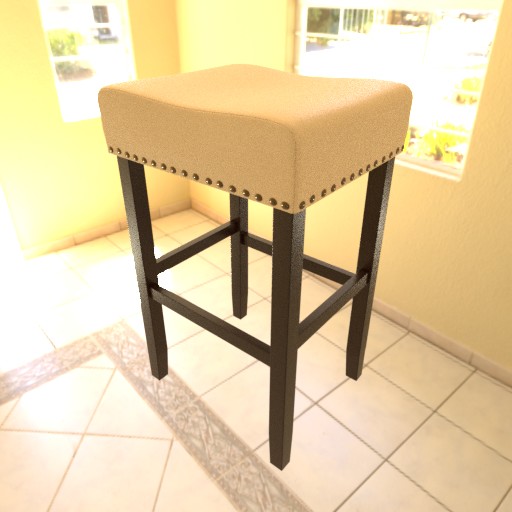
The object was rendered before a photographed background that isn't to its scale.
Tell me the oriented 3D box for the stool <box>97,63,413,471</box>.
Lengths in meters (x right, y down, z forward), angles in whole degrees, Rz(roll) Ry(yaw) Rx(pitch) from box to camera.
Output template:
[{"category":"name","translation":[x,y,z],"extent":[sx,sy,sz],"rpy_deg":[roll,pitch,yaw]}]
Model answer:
[{"category":"stool","translation":[0.000,0.000,1.027],"extent":[0.471,0.762,0.401],"rpy_deg":[23,38,33]}]
